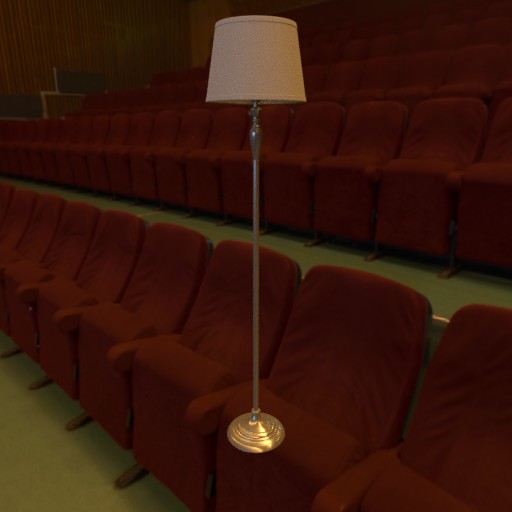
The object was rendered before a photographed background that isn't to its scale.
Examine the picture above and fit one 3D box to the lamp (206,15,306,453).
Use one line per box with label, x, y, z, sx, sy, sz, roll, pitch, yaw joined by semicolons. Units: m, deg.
lamp;0.000;0.000;1.600;0.327;1.506;0.327;15;22;42
